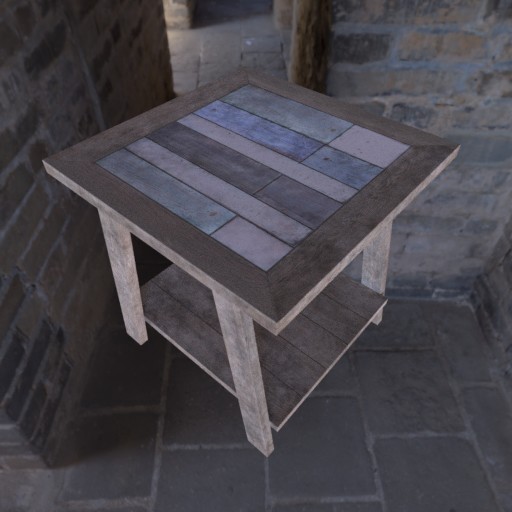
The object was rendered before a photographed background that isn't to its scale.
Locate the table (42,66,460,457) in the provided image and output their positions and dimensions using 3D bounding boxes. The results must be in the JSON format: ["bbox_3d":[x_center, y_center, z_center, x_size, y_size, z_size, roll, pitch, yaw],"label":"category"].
[{"bbox_3d":[0.000,0.000,1.127,0.610,0.610,0.610,32,53,27],"label":"table"}]
